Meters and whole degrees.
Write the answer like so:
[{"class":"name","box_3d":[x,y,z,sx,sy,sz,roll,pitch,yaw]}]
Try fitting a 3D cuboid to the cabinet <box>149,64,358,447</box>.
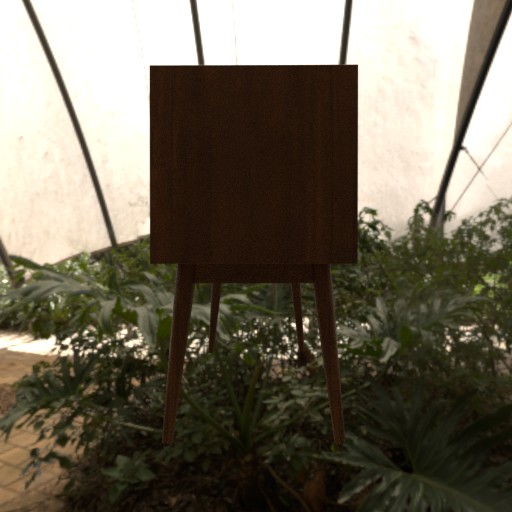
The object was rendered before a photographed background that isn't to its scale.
[{"class":"cabinet","box_3d":[0.000,0.000,1.123,0.354,0.654,0.743,0,1,0]}]
